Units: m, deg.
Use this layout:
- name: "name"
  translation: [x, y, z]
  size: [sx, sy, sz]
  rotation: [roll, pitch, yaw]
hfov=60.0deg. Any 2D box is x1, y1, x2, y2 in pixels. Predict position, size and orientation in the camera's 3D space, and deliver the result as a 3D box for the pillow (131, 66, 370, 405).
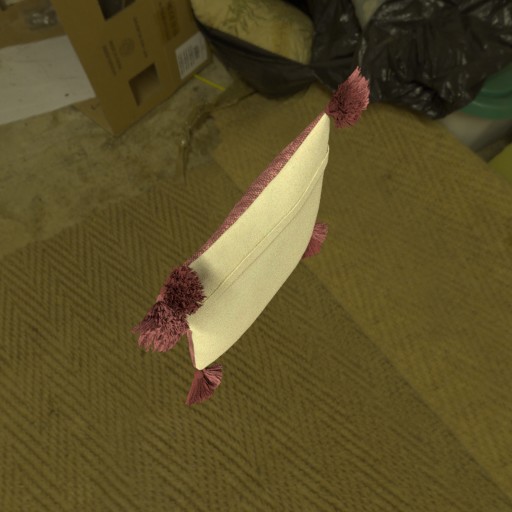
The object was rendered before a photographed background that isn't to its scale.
- name: "pillow"
  translation: [0.000, 0.000, 0.966]
  size: [0.138, 0.659, 0.641]
  rotation: [33, 68, 16]
